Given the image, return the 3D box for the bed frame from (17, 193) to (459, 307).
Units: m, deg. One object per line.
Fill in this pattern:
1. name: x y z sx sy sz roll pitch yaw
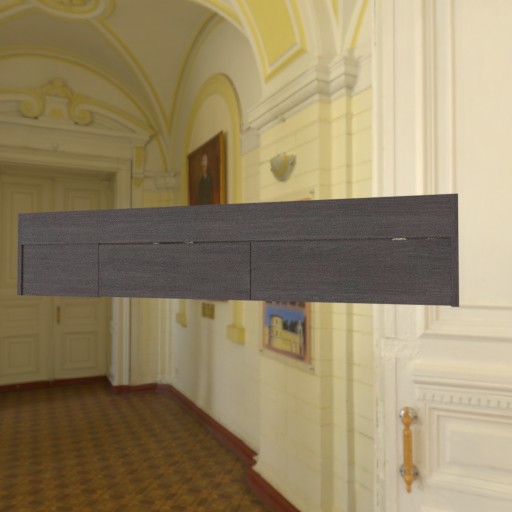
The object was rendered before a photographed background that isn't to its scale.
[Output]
1. bed frame: 0.000 0.000 2.524 1.944 0.459 1.448 0 -1 18
